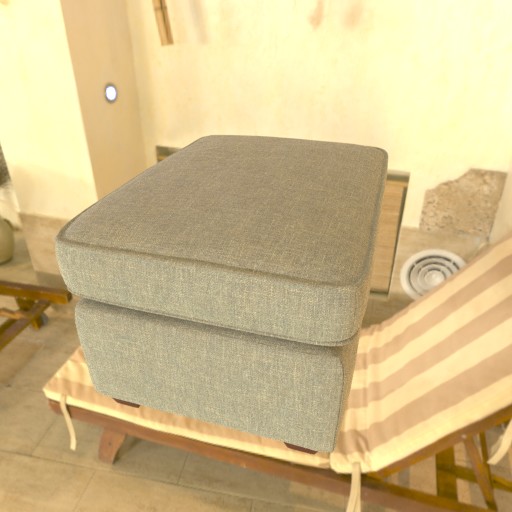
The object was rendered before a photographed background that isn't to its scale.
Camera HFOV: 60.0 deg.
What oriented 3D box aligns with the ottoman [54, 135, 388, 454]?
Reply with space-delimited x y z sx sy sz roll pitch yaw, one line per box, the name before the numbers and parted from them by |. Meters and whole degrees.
ottoman | 0.000 0.000 1.090 0.559 0.457 0.762 9 31 15
